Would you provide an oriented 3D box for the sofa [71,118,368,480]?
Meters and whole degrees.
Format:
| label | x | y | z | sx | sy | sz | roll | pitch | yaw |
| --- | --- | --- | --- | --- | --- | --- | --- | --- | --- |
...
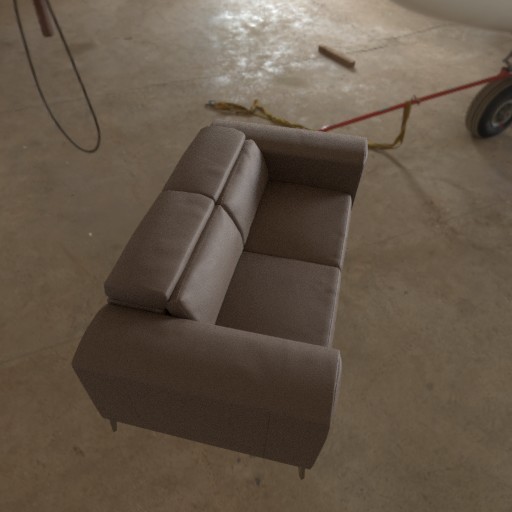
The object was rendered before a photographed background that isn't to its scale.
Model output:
| label | x | y | z | sx | sy | sz | roll | pitch | yaw |
| --- | --- | --- | --- | --- | --- | --- | --- | --- | --- |
| sofa | 0.000 | 0.000 | 2.369 | 1.003 | 0.779 | 1.895 | 10 | 47 | 9 |
